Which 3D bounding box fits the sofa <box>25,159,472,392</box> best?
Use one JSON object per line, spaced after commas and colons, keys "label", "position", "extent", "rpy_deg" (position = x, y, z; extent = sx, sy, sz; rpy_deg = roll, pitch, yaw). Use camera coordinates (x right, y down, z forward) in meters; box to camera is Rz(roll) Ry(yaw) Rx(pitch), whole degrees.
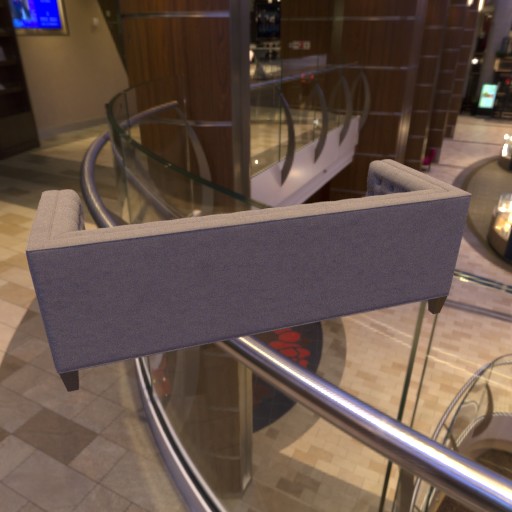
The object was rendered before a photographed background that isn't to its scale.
{"label": "sofa", "position": [0.000, 0.000, 2.523], "extent": [2.159, 0.762, 0.775], "rpy_deg": [-8, 28, -16]}
